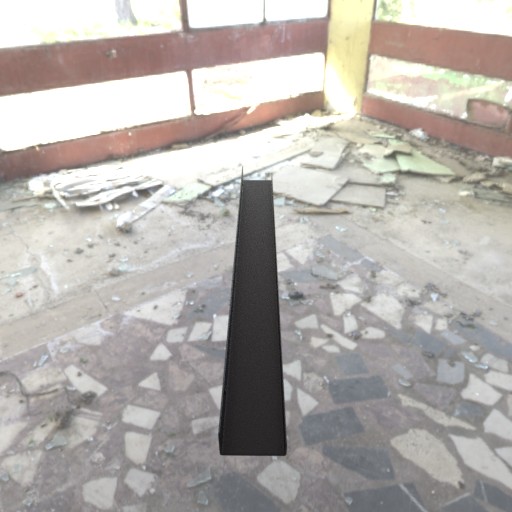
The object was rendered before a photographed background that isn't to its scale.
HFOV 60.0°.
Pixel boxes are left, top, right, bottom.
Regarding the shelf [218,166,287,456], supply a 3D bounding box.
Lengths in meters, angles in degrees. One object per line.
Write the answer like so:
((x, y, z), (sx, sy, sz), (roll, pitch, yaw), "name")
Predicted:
((0.000, 0.000, 0.981), (0.092, 0.049, 0.924), (0, 33, 0), "shelf")
